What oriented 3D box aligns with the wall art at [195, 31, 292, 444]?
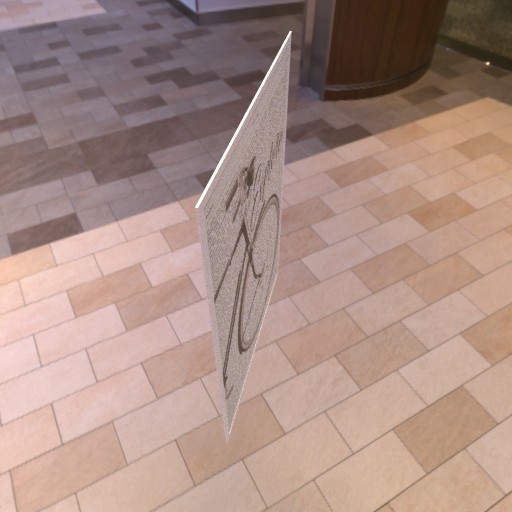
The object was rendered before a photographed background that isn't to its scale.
[{"bbox_3d":[0.000,0.000,0.801,0.003,0.610,0.457,11,48,10],"label":"wall art"}]
